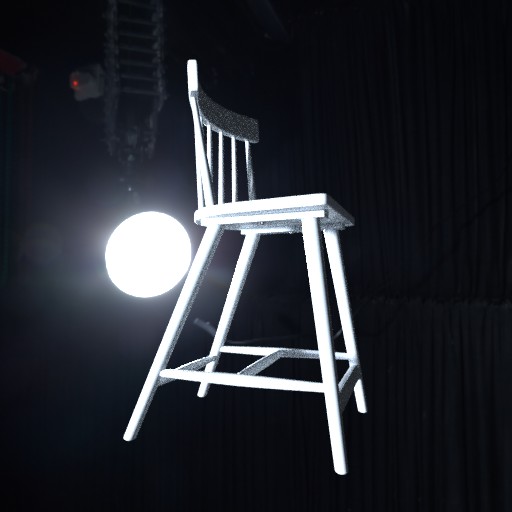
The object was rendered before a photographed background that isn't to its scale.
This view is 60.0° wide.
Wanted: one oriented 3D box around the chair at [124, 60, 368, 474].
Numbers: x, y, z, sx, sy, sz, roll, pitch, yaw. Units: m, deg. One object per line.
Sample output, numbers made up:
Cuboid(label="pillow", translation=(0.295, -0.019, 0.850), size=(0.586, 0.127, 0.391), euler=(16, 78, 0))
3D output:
Cuboid(label="chair", translation=(0.000, 0.000, 1.263), size=(0.572, 0.952, 0.483), euler=(-1, -2, 19))
